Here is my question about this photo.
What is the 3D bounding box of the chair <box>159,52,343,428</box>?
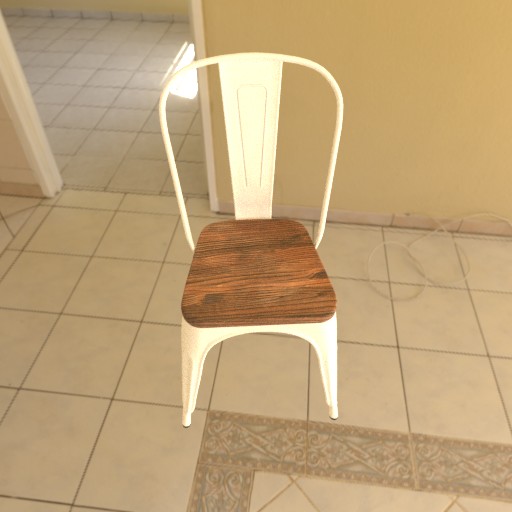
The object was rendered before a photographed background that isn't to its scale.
[{"bbox_3d":[0.000,0.000,1.167,0.452,0.851,0.521,-2,45,-2],"label":"chair"}]
